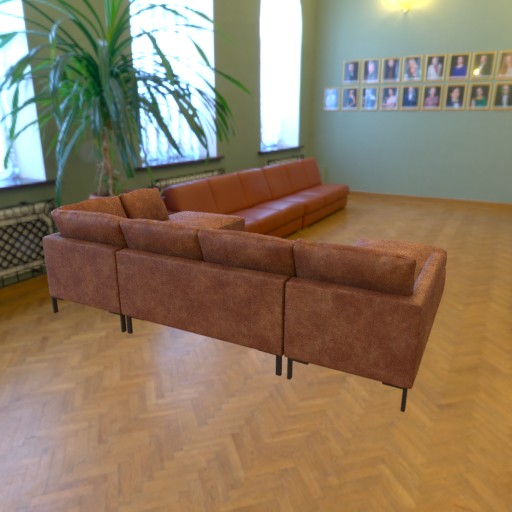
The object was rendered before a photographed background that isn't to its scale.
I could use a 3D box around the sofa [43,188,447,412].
[{"bbox_3d":[0.000,0.000,3.781,2.956,0.900,1.939,9,19,26],"label":"sofa"}]
